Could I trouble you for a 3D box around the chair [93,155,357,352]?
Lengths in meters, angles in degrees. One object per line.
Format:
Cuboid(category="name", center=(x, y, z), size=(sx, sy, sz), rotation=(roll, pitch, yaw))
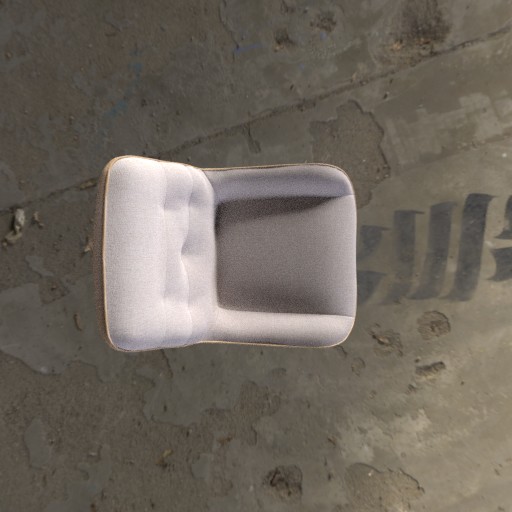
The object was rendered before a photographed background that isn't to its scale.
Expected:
Cuboid(category="chair", center=(0.000, 0.000, 1.356), size=(0.668, 0.952, 0.564), rotation=(0, 89, 0))
